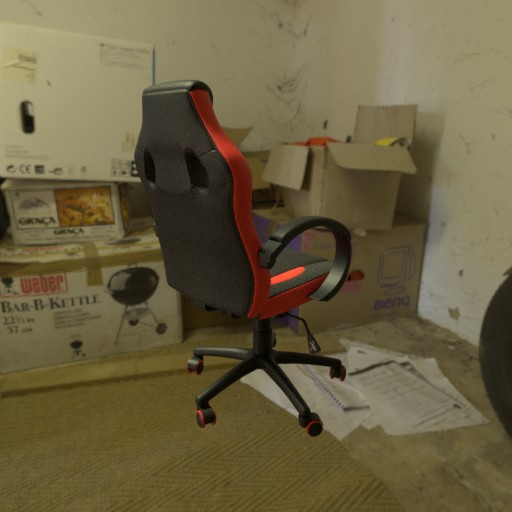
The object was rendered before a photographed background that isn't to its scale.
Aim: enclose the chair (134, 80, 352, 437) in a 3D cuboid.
[{"bbox_3d":[0.000,0.000,1.426,0.642,1.016,0.600,-15,21,-42],"label":"chair"}]
